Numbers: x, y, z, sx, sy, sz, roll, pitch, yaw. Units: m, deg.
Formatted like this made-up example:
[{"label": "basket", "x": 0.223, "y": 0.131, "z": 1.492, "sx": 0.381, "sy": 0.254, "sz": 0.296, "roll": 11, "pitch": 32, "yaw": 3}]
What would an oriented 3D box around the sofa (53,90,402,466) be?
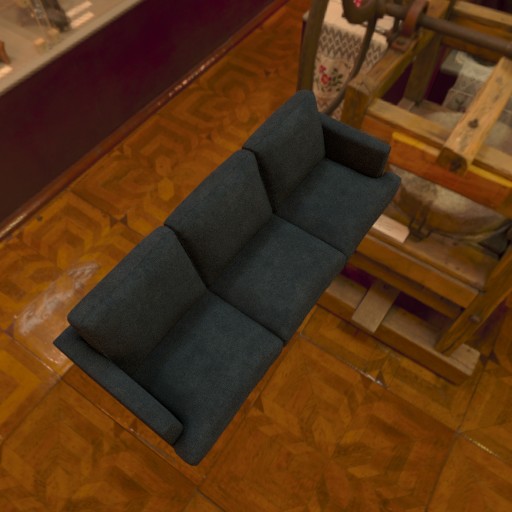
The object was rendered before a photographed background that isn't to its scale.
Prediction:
[{"label": "sofa", "x": 0.000, "y": 0.000, "z": 2.701, "sx": 0.903, "sy": 0.930, "sz": 2.246, "roll": 32, "pitch": 64, "yaw": 18}]
